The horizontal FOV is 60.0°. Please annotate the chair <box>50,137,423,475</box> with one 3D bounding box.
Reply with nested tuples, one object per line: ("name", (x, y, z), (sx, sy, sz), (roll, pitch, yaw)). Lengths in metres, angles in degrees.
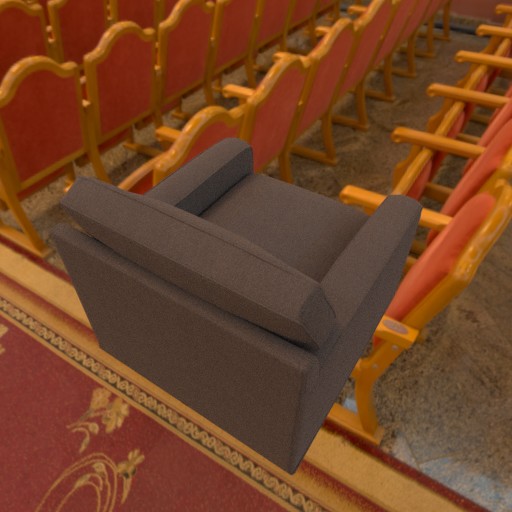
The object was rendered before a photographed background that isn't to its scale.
("chair", (0.000, 0.000, 1.797), (0.997, 0.913, 1.043), (25, 50, 23))
